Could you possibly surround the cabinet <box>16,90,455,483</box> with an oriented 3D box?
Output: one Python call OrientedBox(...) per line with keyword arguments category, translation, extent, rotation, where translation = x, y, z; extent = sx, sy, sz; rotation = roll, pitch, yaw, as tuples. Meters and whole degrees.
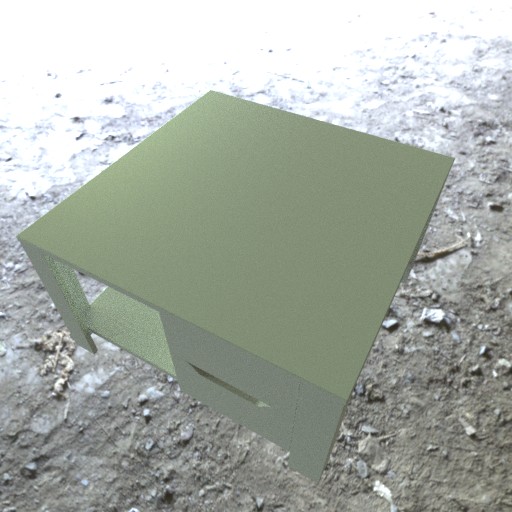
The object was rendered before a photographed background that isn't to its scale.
OrientedBox(category="cabinet", translation=(0.000, 0.000, 1.275), extent=(0.800, 0.460, 0.800), rotation=(22, 51, 20))
